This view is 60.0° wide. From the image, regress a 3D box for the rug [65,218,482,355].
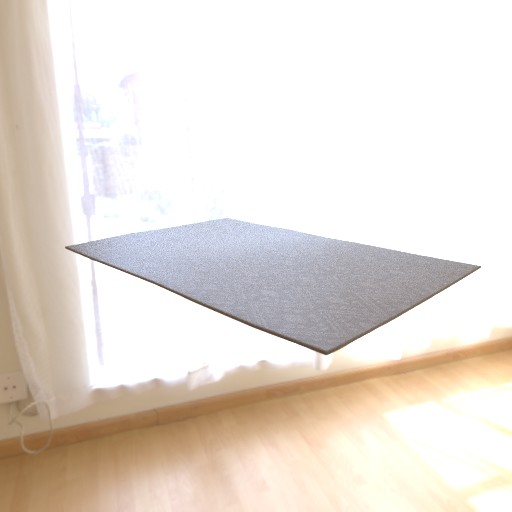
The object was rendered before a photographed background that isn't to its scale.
[{"bbox_3d":[0.000,0.000,2.325,1.829,0.034,1.252,15,22,43],"label":"rug"}]
